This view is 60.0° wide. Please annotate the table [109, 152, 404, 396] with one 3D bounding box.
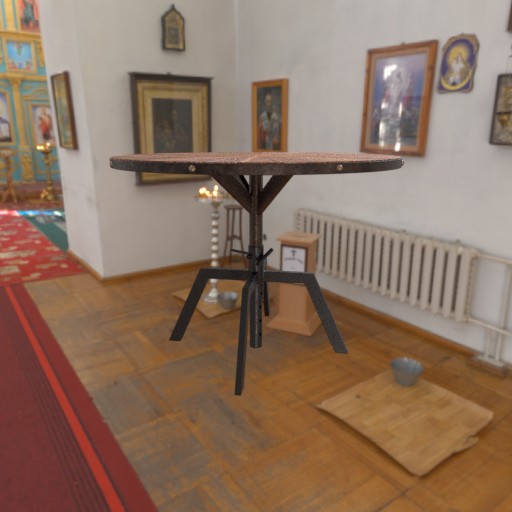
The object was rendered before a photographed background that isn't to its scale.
[{"bbox_3d":[0.000,0.000,1.488,0.885,0.658,0.885,0,15,0],"label":"table"}]
